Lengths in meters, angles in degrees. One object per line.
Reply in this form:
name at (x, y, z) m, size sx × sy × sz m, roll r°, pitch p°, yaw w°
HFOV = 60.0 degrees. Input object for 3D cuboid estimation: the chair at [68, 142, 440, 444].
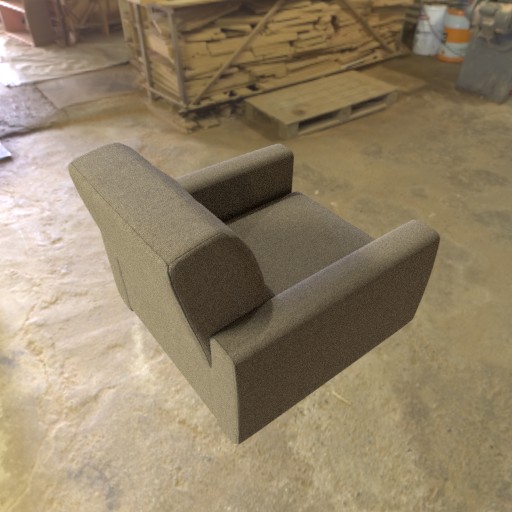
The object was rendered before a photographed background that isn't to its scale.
chair at (0.000, 0.000, 1.522) m, size 0.907 × 0.839 × 0.831 m, roll -27°, pitch 47°, yaw -28°
